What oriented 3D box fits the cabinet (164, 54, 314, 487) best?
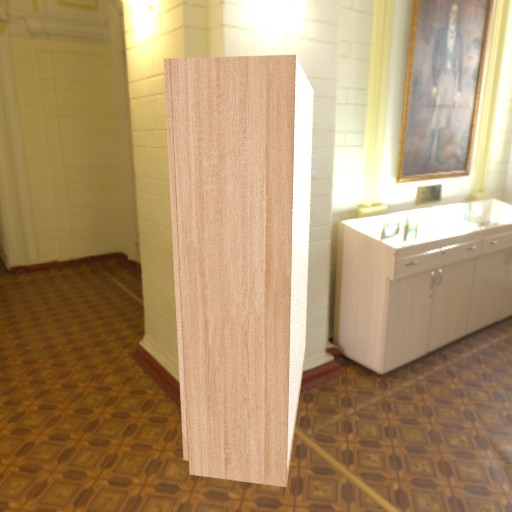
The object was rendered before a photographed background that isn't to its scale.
[{"bbox_3d":[0.000,0.000,2.837,0.590,2.120,1.500,3,15,10],"label":"cabinet"}]
